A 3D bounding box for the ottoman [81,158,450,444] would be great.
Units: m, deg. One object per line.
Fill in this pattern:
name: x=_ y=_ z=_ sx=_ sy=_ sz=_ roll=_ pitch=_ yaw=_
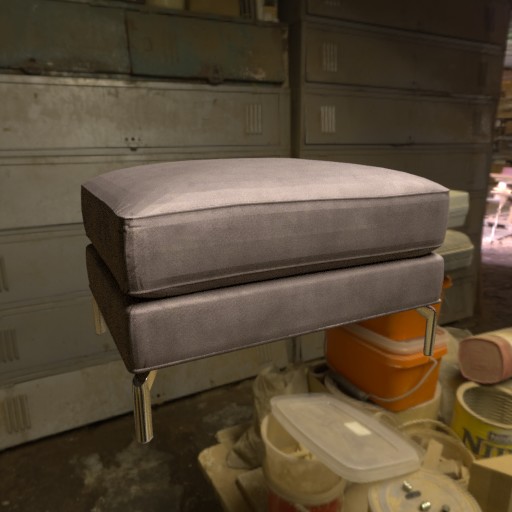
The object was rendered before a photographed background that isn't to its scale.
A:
ottoman: x=0.000 y=0.000 z=1.063 sx=0.719 sy=0.456 sz=0.520 roll=-8 pitch=17 yaw=-26
